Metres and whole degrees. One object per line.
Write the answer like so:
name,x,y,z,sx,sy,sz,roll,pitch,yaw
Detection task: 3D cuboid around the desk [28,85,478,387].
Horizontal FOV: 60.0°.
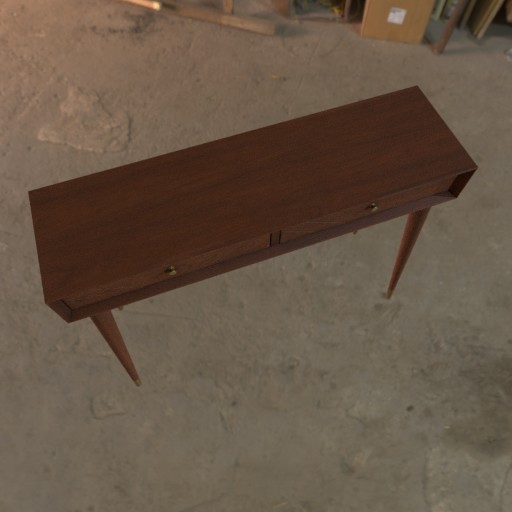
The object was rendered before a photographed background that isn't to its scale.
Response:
desk,0.000,0.000,1.631,1.204,0.917,0.384,-18,64,-9
